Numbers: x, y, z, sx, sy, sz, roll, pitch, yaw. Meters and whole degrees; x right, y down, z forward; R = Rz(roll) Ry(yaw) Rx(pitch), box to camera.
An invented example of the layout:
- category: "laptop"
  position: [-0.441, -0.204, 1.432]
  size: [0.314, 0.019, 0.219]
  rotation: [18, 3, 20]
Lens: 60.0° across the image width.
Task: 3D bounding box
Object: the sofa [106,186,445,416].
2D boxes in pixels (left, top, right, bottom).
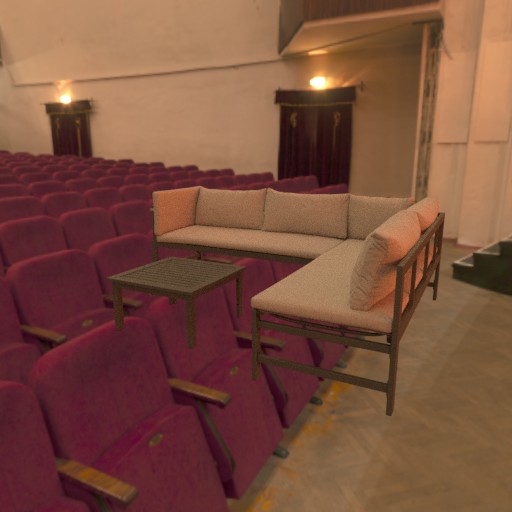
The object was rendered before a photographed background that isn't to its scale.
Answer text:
- category: "sofa"
  position: [0.000, 0.000, 2.889]
  size: [2.096, 0.758, 1.658]
  rotation: [7, 15, 27]
